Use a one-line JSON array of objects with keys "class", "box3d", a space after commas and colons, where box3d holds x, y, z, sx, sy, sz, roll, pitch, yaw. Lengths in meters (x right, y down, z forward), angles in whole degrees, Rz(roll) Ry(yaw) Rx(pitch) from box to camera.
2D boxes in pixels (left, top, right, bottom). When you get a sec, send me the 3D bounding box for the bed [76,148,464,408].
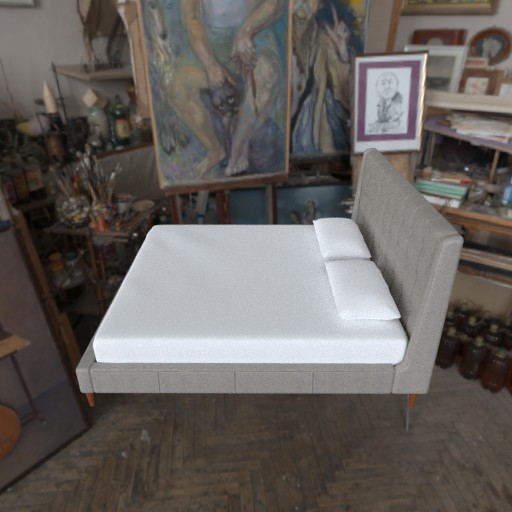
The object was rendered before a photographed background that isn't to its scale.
[{"class": "bed", "box3d": [0.000, 0.000, 3.635, 2.342, 1.289, 2.062, 0, 27, 0]}]
